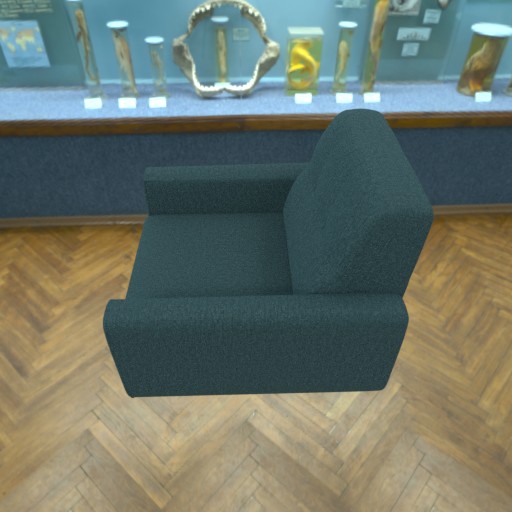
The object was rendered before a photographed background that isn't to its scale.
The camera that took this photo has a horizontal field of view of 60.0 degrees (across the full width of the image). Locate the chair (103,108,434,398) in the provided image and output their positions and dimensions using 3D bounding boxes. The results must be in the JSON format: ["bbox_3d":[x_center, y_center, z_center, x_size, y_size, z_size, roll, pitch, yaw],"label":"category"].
[{"bbox_3d":[0.000,0.000,1.714,0.964,0.940,0.880,-1,43,-1],"label":"chair"}]
